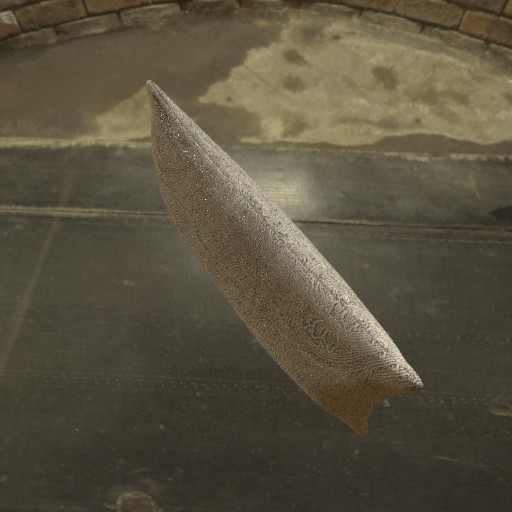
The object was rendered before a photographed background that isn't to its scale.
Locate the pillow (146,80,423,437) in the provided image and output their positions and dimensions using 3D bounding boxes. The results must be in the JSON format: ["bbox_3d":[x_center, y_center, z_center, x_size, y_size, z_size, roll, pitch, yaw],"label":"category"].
[{"bbox_3d":[0.000,0.000,0.723,0.151,0.295,0.615,-31,64,-17],"label":"pillow"}]
